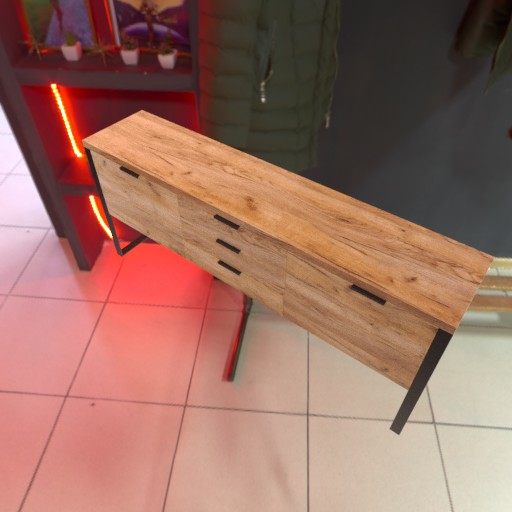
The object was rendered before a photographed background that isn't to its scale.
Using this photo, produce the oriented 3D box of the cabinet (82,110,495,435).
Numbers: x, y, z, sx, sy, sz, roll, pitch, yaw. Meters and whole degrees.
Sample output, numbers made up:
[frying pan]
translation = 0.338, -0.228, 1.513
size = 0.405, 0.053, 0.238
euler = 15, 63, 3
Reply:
[cabinet]
translation = 0.000, 0.000, 2.094
size = 1.800, 0.762, 0.395
euler = 28, 51, 25
